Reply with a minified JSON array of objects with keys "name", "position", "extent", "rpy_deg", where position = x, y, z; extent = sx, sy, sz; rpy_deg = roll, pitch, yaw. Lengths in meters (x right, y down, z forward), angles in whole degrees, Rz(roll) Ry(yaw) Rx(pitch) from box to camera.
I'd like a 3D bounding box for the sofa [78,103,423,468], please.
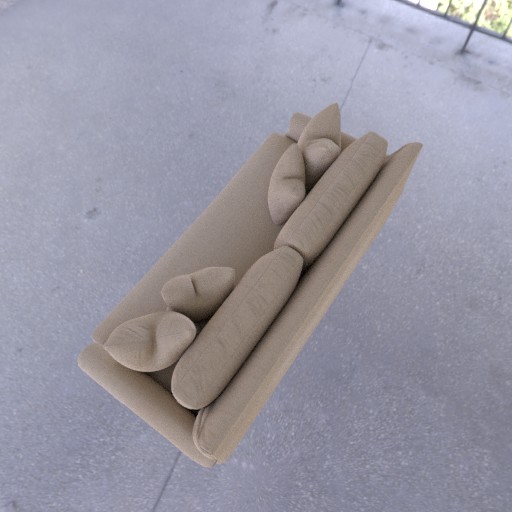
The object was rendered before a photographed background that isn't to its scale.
[{"name":"sofa","position":[0.000,0.000,2.796],"extent":[1.067,0.904,2.285],"rpy_deg":[32,67,15]}]
